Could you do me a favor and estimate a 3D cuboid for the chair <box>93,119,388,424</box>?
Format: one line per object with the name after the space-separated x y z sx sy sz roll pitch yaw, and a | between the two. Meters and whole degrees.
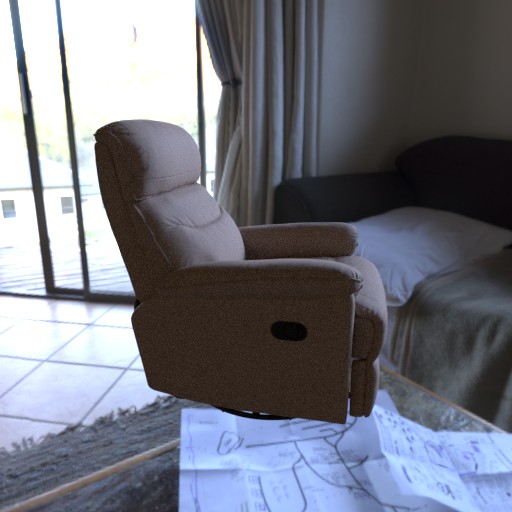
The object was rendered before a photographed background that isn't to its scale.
0.000 0.000 1.755 1.004 1.037 0.820 3 15 11 | chair
